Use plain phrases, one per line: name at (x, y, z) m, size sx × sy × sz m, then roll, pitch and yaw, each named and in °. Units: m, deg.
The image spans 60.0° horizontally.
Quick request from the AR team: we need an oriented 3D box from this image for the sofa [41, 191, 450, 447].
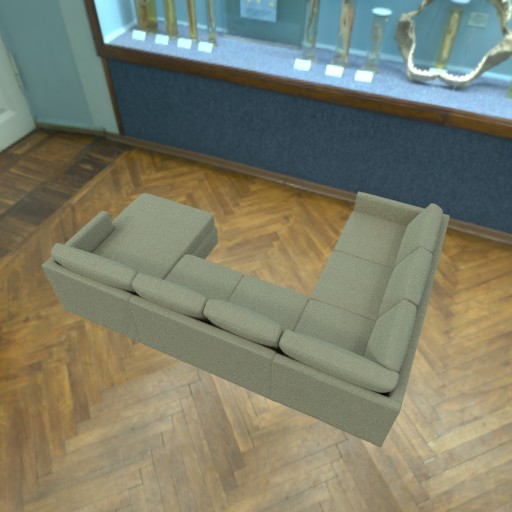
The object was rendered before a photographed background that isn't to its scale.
sofa at (0.000, 0.000, 4.665) m, size 3.460 × 0.882 × 2.427 m, roll 19°, pitch 49°, yaw 17°
